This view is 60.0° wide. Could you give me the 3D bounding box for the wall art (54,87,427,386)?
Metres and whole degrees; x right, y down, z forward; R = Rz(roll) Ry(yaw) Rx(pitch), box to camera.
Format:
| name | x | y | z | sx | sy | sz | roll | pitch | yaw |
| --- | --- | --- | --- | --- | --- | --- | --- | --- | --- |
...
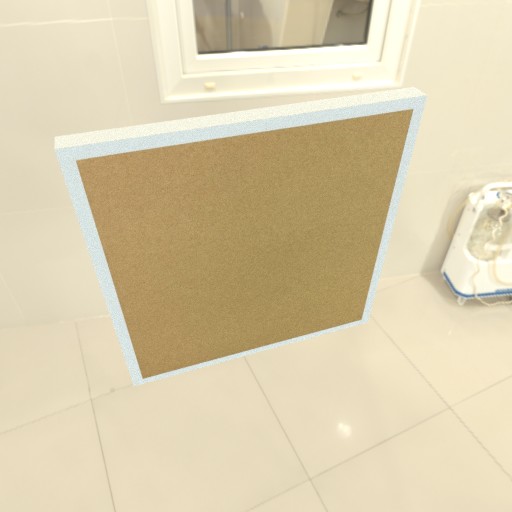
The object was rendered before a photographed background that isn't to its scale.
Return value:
| name | x | y | z | sx | sy | sz | roll | pitch | yaw |
| --- | --- | --- | --- | --- | --- | --- | --- | --- | --- |
| wall art | 0.000 | 0.000 | 0.459 | 0.307 | 0.307 | 0.020 | -12 | 43 | -13 |
